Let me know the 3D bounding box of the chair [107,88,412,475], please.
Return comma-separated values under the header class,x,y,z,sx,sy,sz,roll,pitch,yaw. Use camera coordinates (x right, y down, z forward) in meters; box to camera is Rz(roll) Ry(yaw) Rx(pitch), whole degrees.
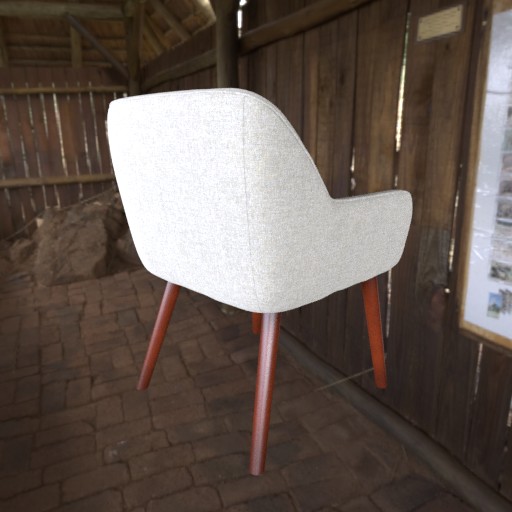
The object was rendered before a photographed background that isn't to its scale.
class,x,y,z,sx,sy,sz,roll,pitch,yaw
chair,0.000,0.000,1.218,0.610,0.813,0.610,15,21,43
